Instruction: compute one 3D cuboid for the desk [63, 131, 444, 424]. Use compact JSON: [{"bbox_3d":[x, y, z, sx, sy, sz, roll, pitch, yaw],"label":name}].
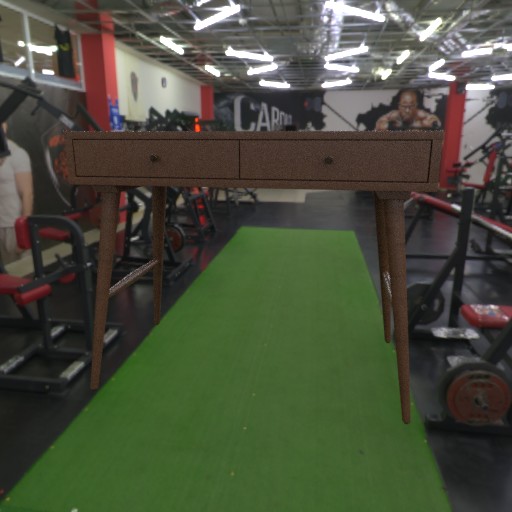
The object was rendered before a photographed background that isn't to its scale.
[{"bbox_3d":[0.000,0.000,1.405,0.949,0.758,0.510,3,16,10],"label":"desk"}]
